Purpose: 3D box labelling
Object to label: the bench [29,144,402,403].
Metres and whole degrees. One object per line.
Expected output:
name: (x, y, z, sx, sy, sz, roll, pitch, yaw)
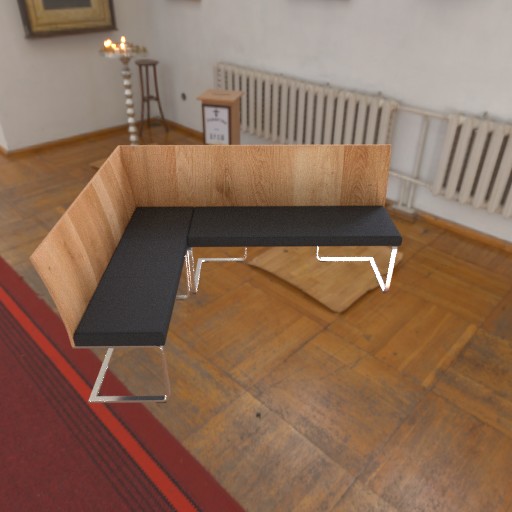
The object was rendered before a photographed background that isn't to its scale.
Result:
bench: (0.000, 0.000, 2.770, 1.945, 0.930, 1.495, 0, 32, -1)
